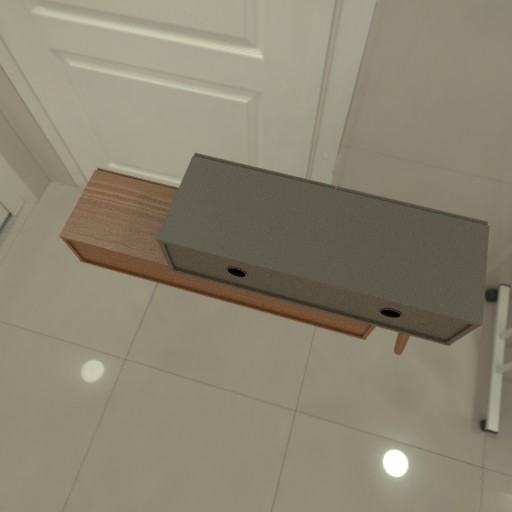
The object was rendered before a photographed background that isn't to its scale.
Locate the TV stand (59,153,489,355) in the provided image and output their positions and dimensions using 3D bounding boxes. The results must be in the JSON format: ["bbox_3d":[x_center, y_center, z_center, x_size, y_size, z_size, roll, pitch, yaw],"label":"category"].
[{"bbox_3d":[0.000,0.000,1.581,1.336,0.591,0.329,15,65,7],"label":"TV stand"}]
